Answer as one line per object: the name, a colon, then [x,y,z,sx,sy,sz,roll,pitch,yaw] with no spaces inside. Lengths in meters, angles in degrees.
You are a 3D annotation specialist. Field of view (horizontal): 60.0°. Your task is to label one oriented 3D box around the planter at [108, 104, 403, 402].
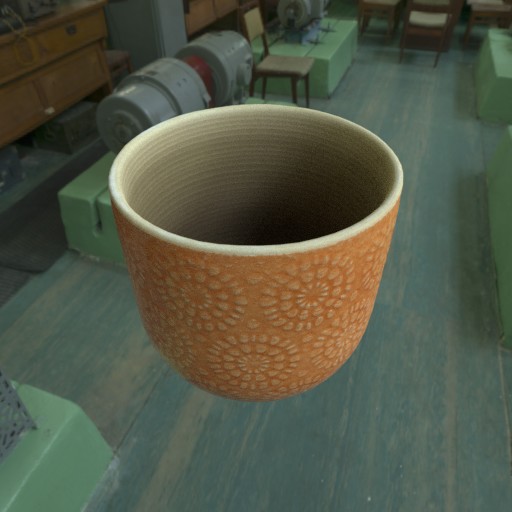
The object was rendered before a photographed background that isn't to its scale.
planter: [0.000,0.000,0.299,0.170,0.152,0.170,0,40,0]
